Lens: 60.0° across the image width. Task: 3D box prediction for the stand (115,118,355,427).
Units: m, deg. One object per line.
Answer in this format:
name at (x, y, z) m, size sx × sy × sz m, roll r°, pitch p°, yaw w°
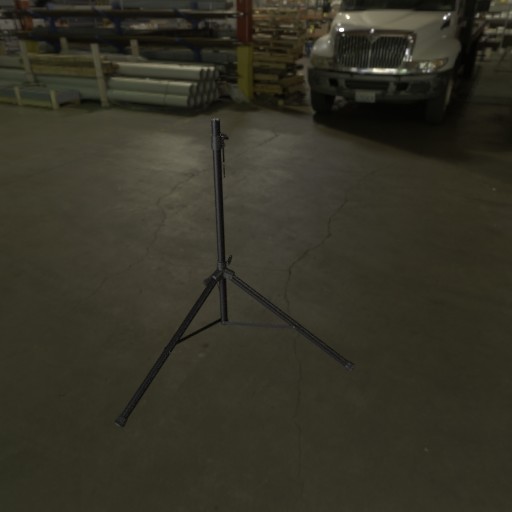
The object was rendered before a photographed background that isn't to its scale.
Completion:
stand at (0.000, 0.000, 2.695) m, size 1.339 × 1.595 × 1.596 m, roll 7°, pitch 30°, yaw 12°
